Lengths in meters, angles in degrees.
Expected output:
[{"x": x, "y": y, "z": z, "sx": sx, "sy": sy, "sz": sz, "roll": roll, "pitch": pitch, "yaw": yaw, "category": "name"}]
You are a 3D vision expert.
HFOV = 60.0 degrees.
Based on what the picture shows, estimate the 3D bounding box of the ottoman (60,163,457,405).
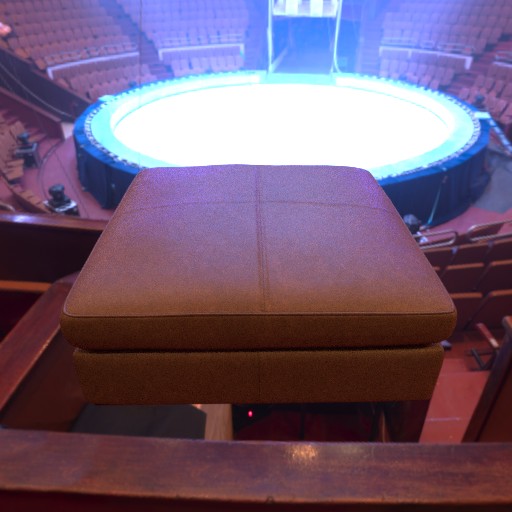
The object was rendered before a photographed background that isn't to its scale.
[{"x": 0.000, "y": 0.000, "z": 1.796, "sx": 1.168, "sy": 0.490, "sz": 1.168, "roll": -1, "pitch": 32, "yaw": -1, "category": "ottoman"}]
